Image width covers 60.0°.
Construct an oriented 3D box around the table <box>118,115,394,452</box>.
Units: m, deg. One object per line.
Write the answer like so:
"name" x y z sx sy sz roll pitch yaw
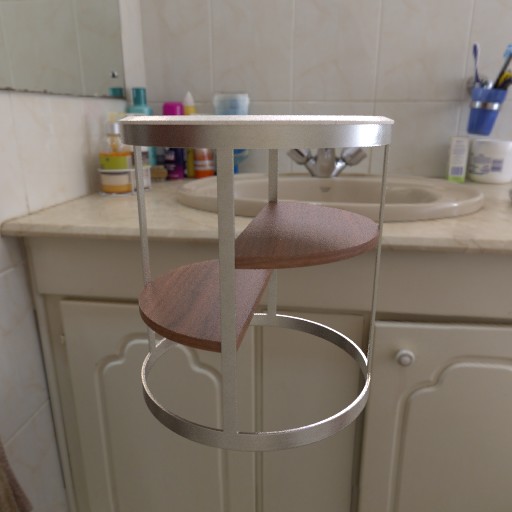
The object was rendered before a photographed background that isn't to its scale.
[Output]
"table" 0.000 0.000 0.744 0.407 0.447 0.407 0 17 0
